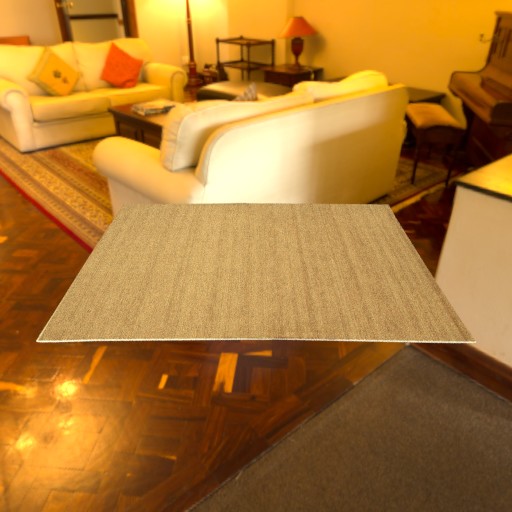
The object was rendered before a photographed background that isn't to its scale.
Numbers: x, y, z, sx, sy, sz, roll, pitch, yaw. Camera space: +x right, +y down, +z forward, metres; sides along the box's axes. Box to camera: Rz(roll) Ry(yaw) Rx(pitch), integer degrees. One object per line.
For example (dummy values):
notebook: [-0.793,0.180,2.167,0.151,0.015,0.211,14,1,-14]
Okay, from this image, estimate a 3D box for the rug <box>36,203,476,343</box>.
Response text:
rug: [0.000,0.000,4.259,3.202,0.045,2.434,0,31,0]
